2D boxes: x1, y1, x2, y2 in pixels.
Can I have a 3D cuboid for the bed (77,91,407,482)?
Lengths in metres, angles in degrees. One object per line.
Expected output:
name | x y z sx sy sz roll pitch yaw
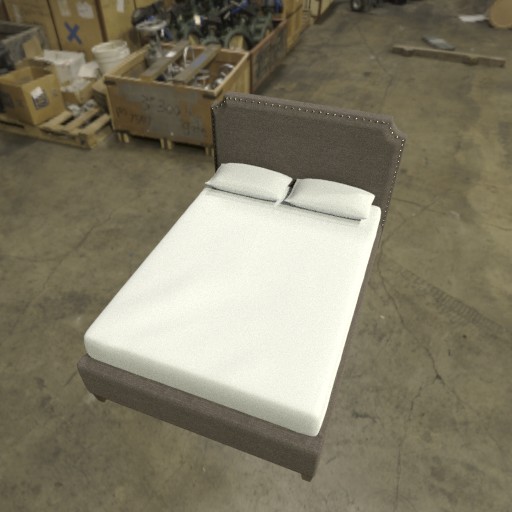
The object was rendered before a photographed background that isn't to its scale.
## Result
bed | 0.000 0.000 3.378 1.713 1.457 2.381 14 44 15
